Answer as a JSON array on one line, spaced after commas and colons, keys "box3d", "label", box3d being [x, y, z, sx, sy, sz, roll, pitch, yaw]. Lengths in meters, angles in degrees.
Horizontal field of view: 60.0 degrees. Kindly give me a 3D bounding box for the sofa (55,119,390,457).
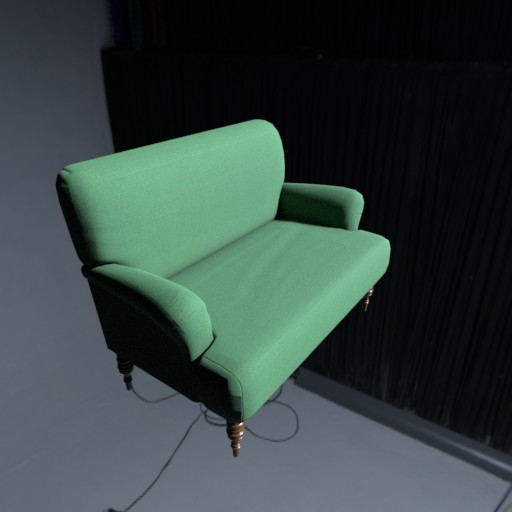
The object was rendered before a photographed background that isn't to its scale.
[{"box3d": [0.000, 0.000, 1.844, 0.779, 0.889, 1.297, 18, 32, 31], "label": "sofa"}]
